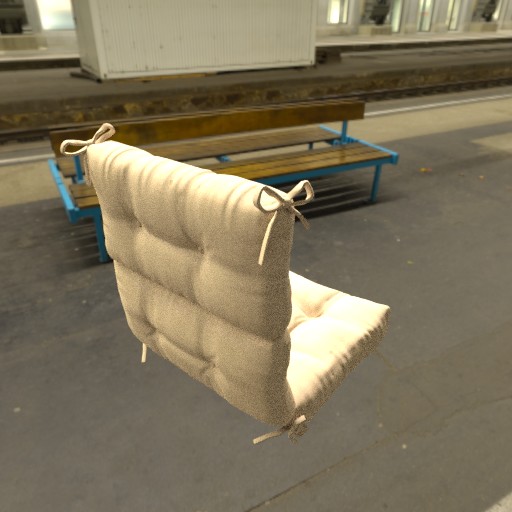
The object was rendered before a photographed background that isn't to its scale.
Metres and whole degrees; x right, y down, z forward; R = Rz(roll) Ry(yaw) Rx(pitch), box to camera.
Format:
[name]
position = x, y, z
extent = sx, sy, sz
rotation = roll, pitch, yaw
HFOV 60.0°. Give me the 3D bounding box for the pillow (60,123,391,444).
[pillow]
position = 0.000, 0.000, 1.012
extent = 0.519, 0.605, 0.571
rotation = 22, 36, 34
